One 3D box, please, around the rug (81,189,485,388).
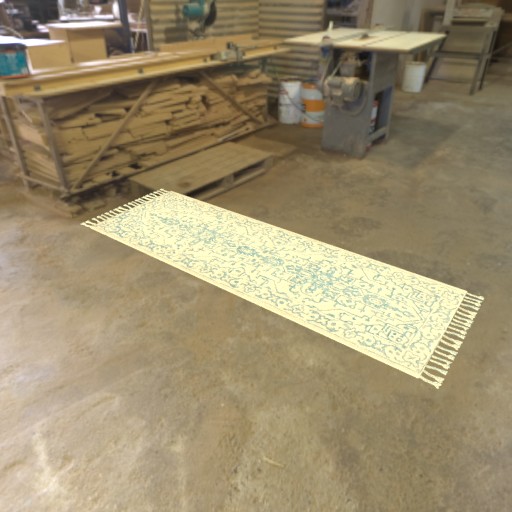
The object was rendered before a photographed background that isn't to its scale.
[{"bbox_3d":[0.000,0.000,2.699,2.449,0.011,0.774,21,38,30],"label":"rug"}]
